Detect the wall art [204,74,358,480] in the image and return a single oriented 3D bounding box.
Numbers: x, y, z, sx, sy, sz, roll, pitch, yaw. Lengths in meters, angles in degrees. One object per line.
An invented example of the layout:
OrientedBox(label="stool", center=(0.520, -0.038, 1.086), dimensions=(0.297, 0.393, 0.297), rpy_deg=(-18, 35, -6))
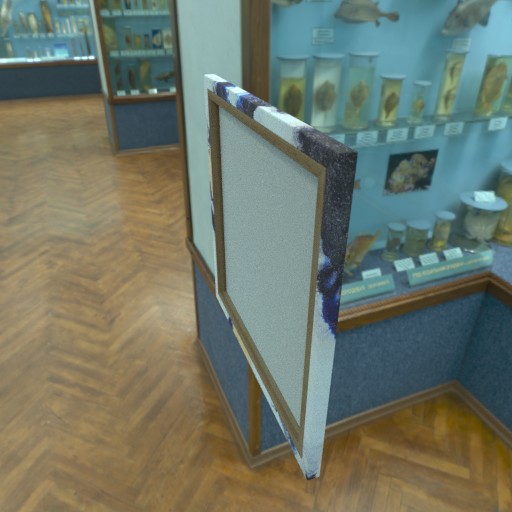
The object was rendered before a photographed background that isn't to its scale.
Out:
OrientedBox(label="wall art", center=(0.000, 0.000, 1.311), dimensions=(0.038, 0.885, 0.887), rpy_deg=(-11, 32, -17))
